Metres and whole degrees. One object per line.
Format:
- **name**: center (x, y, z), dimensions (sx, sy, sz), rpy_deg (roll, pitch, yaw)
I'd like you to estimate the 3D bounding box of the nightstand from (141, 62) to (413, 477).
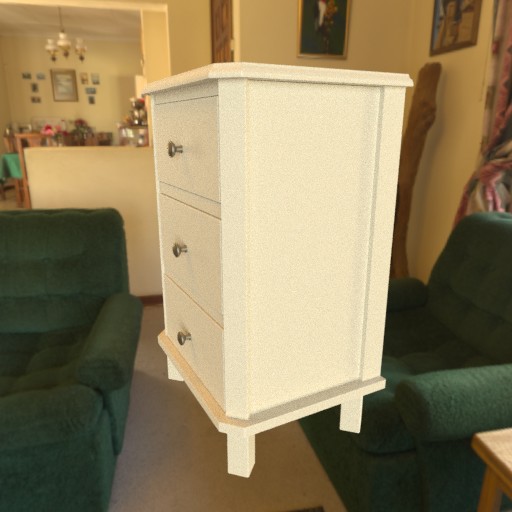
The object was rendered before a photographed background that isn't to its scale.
- **nightstand**: center (0.000, 0.000, 0.919), dimensions (0.351, 0.681, 0.435), rpy_deg (-9, 18, -27)
